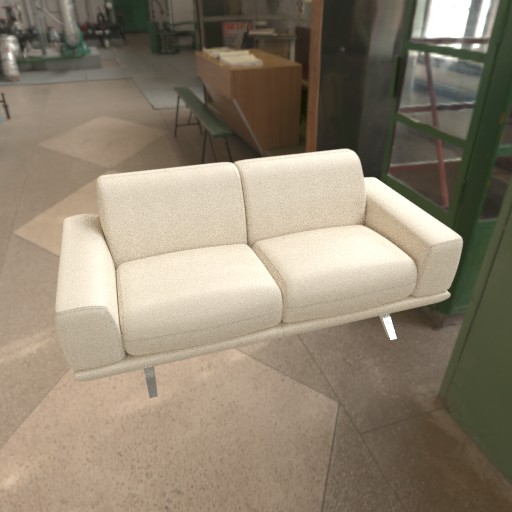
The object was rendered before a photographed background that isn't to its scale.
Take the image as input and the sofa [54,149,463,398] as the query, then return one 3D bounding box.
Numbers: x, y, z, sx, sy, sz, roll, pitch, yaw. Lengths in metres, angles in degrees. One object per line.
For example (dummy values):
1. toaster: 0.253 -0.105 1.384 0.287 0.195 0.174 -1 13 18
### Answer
1. sofa: 0.000 0.000 2.340 1.901 0.772 0.900 -10 33 -15
